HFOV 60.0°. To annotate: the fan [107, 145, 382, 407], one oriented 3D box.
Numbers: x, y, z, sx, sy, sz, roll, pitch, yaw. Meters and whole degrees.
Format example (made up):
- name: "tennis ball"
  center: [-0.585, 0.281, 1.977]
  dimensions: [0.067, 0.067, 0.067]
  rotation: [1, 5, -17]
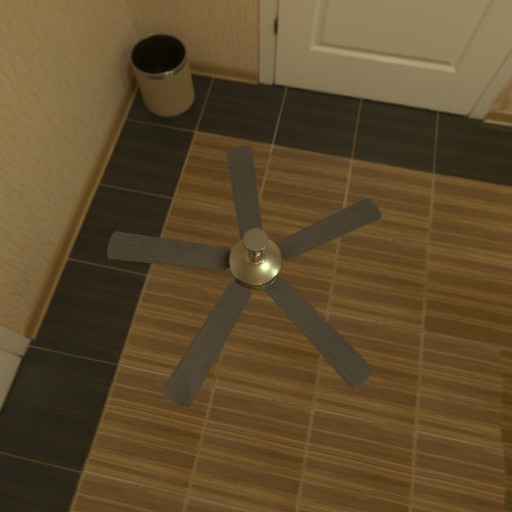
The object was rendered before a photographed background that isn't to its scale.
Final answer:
- name: "fan"
  center: [0.000, 0.000, 1.997]
  dimensions: [1.321, 0.356, 1.321]
  rotation: [-16, 68, -7]
